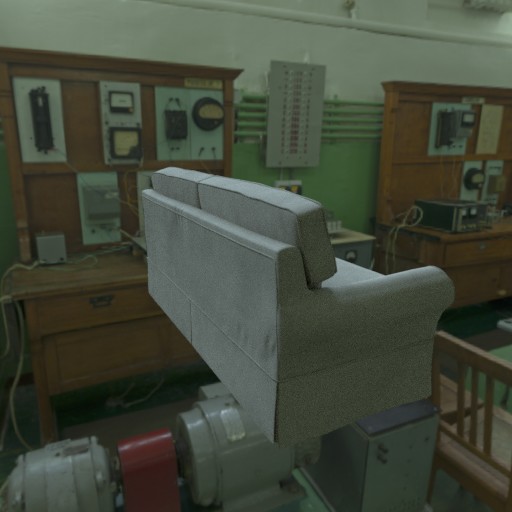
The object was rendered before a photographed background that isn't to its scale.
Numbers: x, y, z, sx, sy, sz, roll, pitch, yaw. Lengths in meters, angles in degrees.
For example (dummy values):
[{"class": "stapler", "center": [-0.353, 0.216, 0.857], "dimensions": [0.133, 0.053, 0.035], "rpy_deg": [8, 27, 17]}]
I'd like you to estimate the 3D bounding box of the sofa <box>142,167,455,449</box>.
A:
[{"class": "sofa", "center": [0.000, 0.000, 2.747], "dimensions": [0.900, 1.014, 2.246], "rpy_deg": [-8, 17, -26]}]
